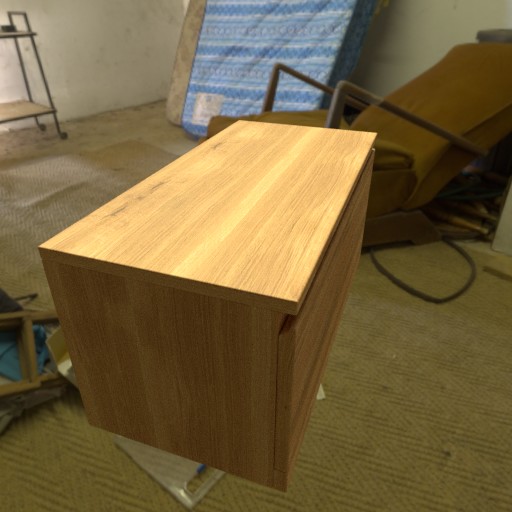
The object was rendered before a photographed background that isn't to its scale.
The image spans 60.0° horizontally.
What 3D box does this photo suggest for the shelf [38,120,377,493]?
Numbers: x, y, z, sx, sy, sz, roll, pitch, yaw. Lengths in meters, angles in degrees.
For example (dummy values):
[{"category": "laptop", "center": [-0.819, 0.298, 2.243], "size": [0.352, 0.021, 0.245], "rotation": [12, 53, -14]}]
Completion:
[{"category": "shelf", "center": [0.000, 0.000, 1.024], "size": [0.400, 0.400, 0.800], "rotation": [11, 32, 17]}]
